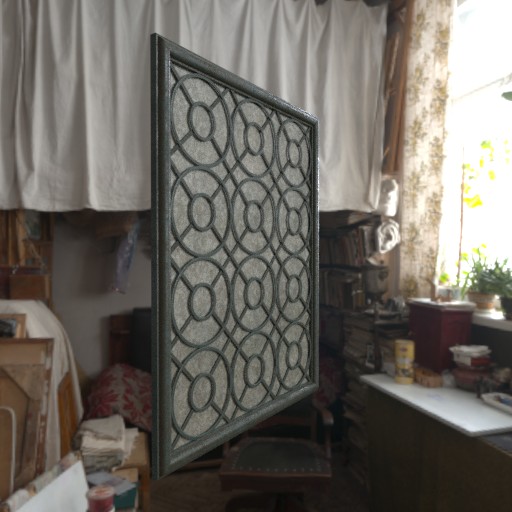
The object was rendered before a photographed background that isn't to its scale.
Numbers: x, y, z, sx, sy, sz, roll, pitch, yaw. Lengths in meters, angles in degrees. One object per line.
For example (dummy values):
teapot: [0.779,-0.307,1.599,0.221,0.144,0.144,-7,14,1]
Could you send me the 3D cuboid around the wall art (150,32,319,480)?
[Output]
wall art: [0.000,0.000,1.287,0.030,0.983,0.767,1,1,35]
